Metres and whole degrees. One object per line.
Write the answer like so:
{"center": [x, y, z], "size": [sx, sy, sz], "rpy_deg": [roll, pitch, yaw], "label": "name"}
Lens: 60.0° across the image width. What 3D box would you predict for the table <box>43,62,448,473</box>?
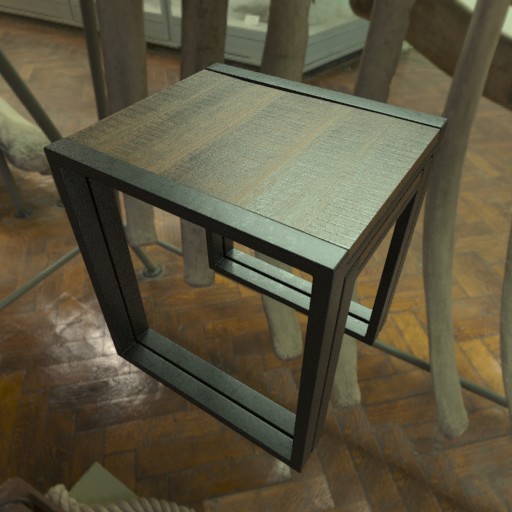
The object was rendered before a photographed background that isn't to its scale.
{"center": [0.000, 0.000, 0.910], "size": [0.500, 0.550, 0.449], "rpy_deg": [24, 48, 24], "label": "table"}
